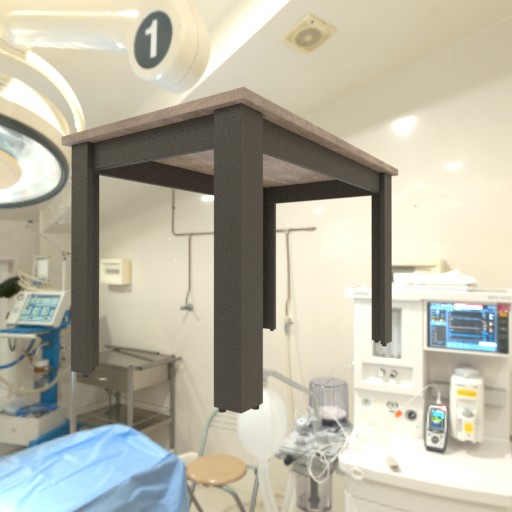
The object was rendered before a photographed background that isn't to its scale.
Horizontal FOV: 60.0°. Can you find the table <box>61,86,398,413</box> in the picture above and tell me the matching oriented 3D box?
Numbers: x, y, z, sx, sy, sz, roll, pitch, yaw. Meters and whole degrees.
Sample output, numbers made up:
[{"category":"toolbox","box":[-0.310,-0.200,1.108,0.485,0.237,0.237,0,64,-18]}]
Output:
[{"category":"table","box":[0.000,0.000,1.617,0.700,0.734,1.100,0,0,35]}]
